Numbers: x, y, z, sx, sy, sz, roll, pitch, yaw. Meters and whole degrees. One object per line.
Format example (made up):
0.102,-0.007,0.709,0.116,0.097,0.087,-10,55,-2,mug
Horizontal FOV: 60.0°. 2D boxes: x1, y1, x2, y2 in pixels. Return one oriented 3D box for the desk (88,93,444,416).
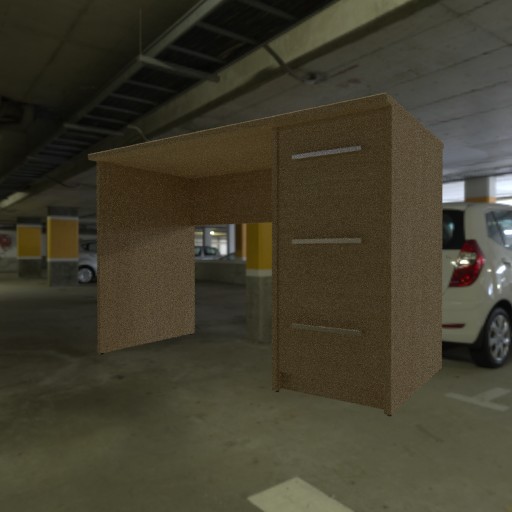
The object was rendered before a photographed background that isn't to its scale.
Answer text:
0.000,0.000,1.529,1.097,0.735,0.560,0,1,35,desk
